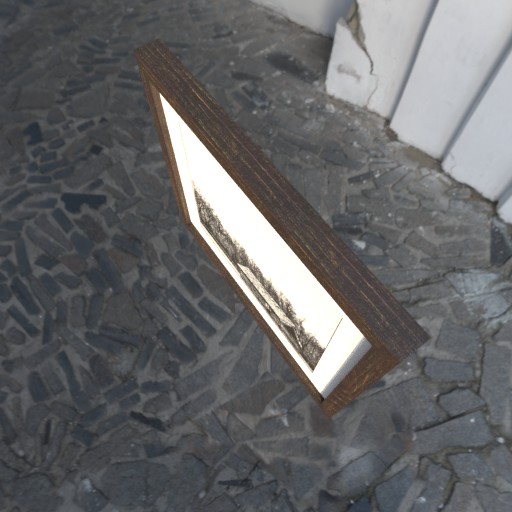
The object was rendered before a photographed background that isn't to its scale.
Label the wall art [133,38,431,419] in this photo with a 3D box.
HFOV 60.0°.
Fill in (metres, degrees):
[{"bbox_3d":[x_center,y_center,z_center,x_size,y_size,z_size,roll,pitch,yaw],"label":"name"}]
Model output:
[{"bbox_3d":[0.000,0.000,0.523,0.031,0.330,0.381,-33,68,-15],"label":"wall art"}]
